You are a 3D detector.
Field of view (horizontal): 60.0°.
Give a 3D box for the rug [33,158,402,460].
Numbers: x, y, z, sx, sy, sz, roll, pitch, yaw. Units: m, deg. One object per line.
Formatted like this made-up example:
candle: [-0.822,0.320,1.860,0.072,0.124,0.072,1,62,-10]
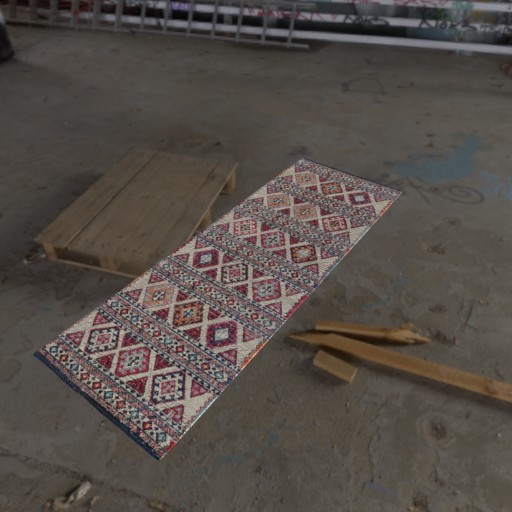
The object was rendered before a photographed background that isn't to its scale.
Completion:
rug: [0.000,0.000,2.582,0.832,0.008,2.362,26,47,27]
